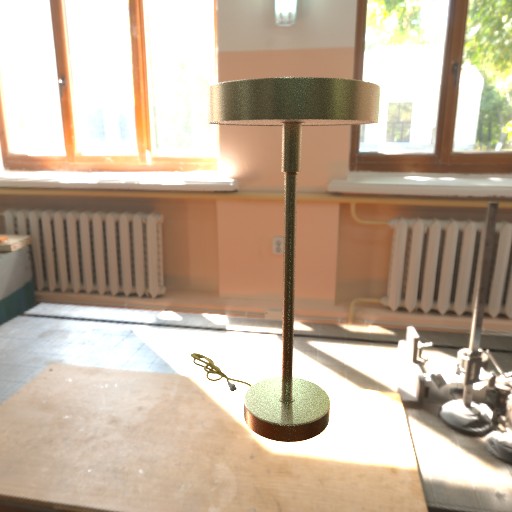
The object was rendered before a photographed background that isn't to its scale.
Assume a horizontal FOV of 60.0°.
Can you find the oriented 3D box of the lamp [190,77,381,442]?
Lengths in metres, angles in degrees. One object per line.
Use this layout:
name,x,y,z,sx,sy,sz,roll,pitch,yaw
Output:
lamp,0.000,0.000,0.707,0.229,0.508,0.369,-14,20,-43
